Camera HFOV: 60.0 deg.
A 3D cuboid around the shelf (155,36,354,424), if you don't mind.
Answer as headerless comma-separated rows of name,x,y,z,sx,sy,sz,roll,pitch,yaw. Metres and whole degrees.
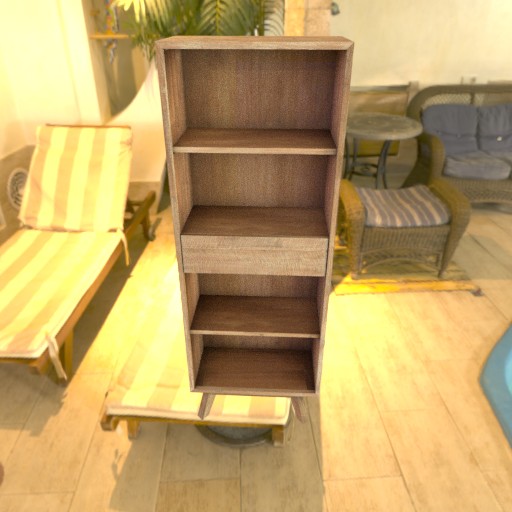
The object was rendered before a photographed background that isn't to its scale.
shelf,0.000,0.000,1.521,0.491,1.342,0.267,1,29,3
